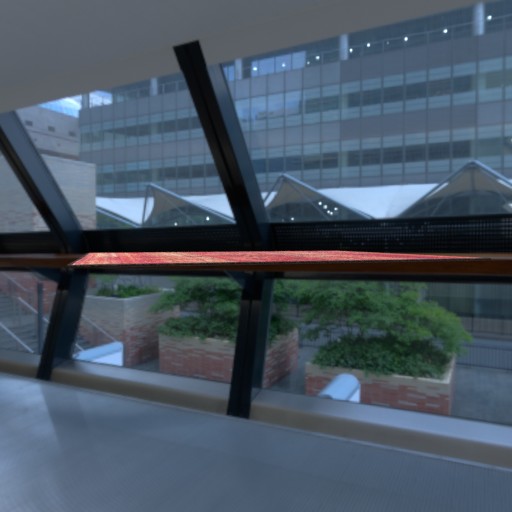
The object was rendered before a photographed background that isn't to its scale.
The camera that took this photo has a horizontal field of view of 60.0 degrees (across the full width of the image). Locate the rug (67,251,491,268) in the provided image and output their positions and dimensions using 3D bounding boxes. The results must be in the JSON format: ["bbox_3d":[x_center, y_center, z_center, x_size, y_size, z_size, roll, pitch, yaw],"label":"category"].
[{"bbox_3d":[0.000,0.000,4.088,3.032,0.020,2.411,-1,2,-19],"label":"rug"}]
